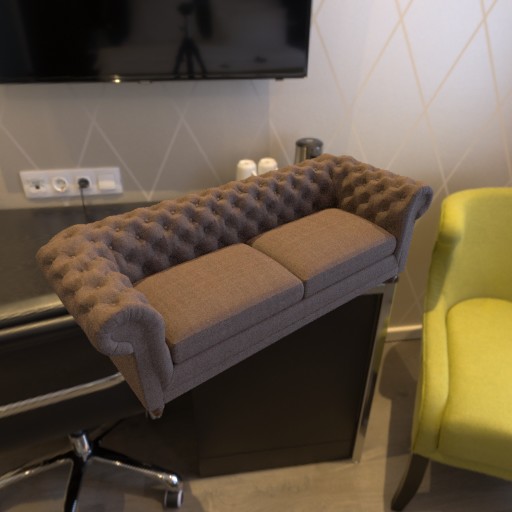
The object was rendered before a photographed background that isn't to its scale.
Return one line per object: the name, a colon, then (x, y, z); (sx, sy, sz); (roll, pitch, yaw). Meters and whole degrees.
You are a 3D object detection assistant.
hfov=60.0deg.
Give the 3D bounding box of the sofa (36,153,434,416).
sofa: (0.000, 0.000, 2.846); (2.385, 0.787, 0.944); (-22, 38, -32)
